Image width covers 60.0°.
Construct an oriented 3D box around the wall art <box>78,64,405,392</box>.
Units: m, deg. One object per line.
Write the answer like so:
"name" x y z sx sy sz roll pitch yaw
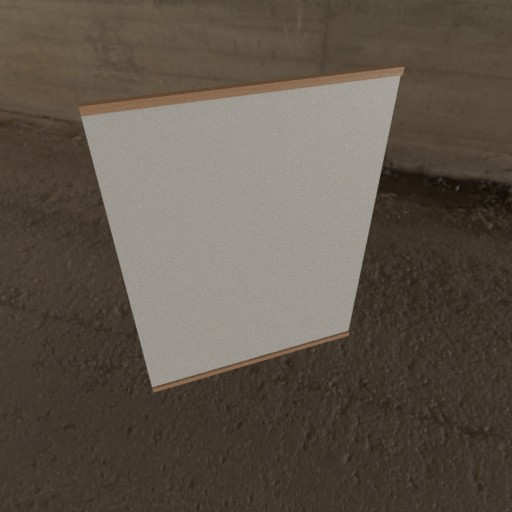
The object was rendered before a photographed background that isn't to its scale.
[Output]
"wall art" 0.000 0.000 0.793 0.459 0.608 0.012 -13 42 -15
